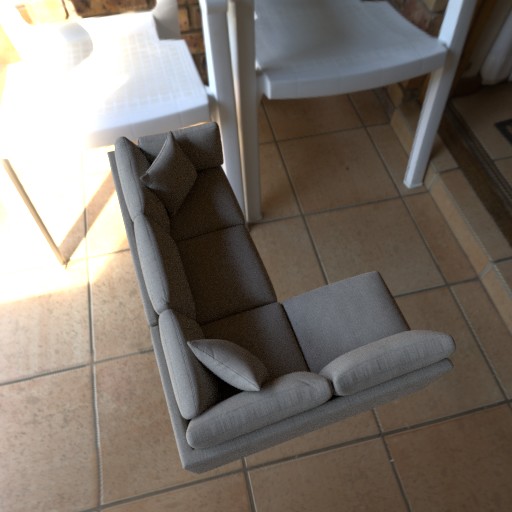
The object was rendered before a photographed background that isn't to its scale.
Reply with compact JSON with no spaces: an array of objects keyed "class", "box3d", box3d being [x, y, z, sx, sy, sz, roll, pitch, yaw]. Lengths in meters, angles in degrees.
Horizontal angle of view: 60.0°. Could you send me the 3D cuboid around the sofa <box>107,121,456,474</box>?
[{"class":"sofa","box3d":[0.000,0.000,3.831,1.994,0.978,2.896,-17,60,-10]}]
